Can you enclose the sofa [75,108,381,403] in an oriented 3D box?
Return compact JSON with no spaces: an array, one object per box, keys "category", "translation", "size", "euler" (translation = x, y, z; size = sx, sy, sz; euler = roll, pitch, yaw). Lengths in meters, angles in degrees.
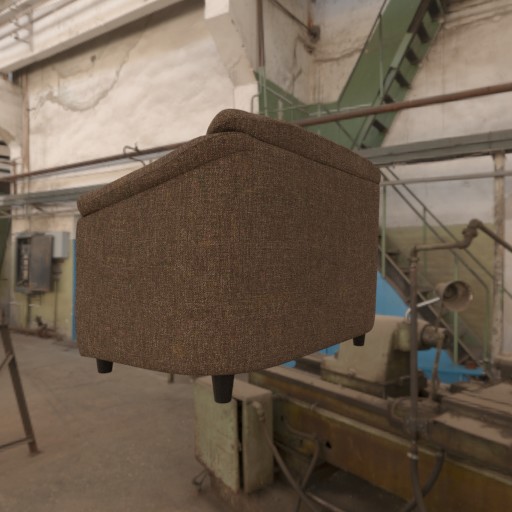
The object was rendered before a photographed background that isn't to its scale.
[{"category":"sofa","translation":[0.000,0.000,1.944],"size":[0.799,0.895,1.404],"euler":[0,0,36]}]
